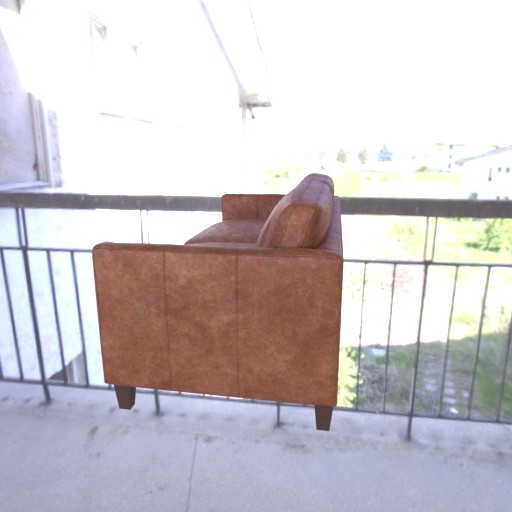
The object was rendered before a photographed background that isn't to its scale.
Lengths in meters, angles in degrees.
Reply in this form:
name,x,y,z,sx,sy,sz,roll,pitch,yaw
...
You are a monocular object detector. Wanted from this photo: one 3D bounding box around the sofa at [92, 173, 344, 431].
name,x,y,z,sx,sy,sz,roll,pitch,yaw
sofa,0.000,0.000,2.487,0.923,0.863,1.971,2,14,10
